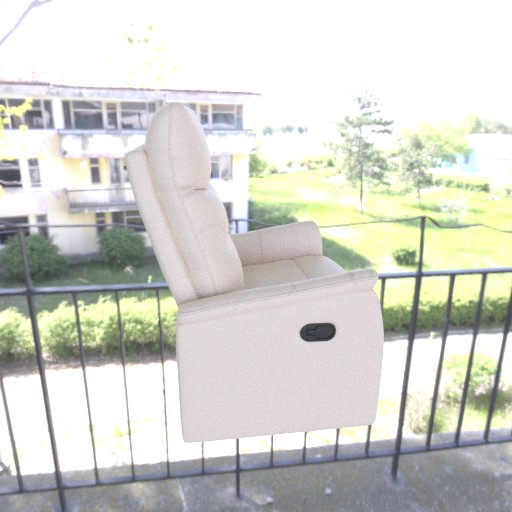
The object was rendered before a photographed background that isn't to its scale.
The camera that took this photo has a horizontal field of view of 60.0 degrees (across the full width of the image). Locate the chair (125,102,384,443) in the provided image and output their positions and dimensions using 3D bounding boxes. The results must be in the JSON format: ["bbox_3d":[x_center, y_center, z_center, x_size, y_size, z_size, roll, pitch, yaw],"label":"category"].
[{"bbox_3d":[0.000,0.000,1.674,0.831,1.082,0.775,-3,17,-8],"label":"chair"}]
